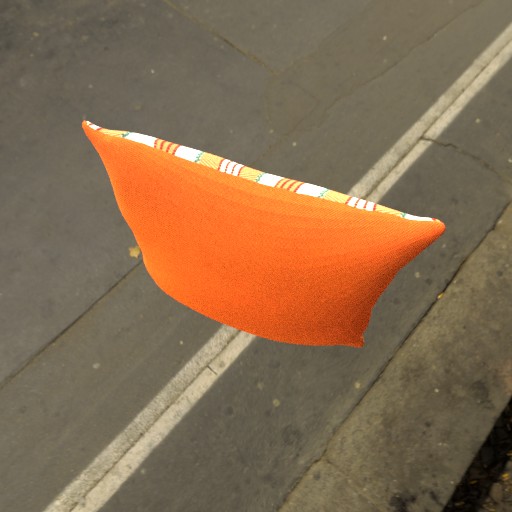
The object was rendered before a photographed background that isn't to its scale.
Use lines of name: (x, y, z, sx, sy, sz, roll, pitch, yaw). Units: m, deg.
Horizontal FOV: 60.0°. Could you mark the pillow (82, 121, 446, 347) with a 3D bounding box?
pillow: (0.000, 0.000, 0.683, 0.440, 0.441, 0.182, 18, 65, 9)
